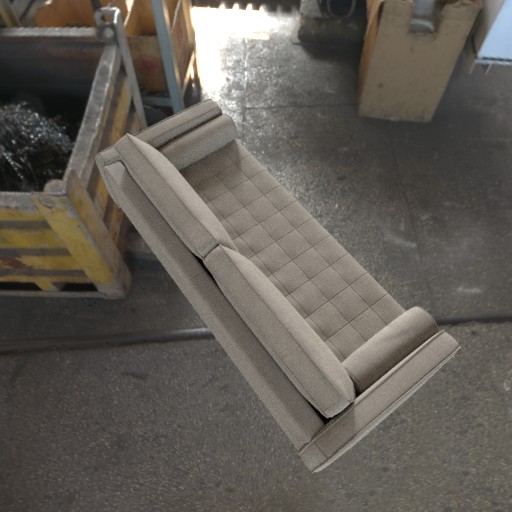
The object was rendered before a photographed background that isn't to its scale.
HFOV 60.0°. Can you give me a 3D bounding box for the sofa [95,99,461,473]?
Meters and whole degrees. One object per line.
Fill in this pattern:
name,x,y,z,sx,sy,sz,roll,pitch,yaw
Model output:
sofa,0.000,0.000,2.611,0.914,0.762,2.211,-33,65,-17
